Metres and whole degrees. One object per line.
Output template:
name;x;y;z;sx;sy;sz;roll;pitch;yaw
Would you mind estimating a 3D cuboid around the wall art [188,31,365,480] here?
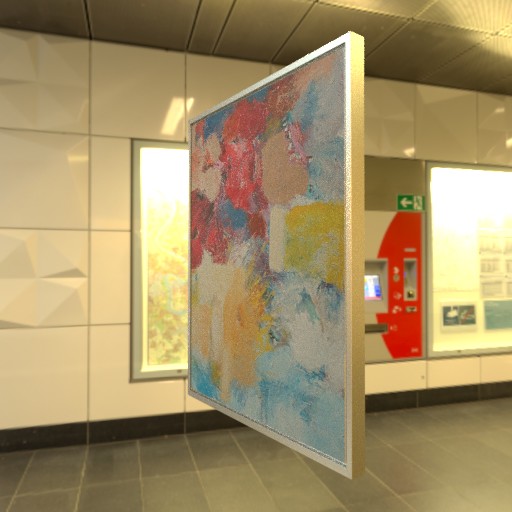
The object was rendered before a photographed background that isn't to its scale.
wall art;0.000;0.000;0.749;0.025;0.569;0.444;1;-1;-36
